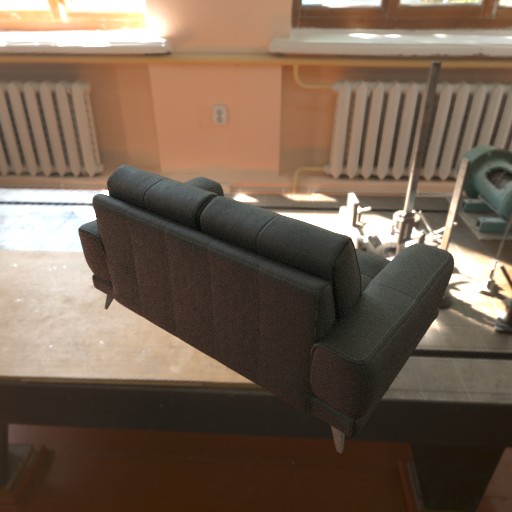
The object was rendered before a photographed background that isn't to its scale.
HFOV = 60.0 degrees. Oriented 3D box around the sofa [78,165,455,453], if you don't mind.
[{"bbox_3d":[0.000,0.000,2.387,1.806,0.907,1.018,22,37,32],"label":"sofa"}]
